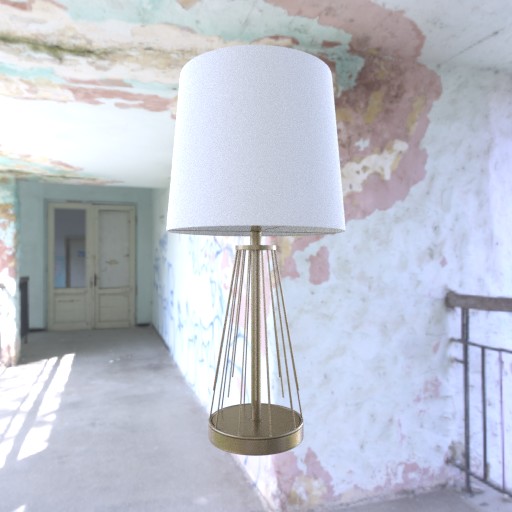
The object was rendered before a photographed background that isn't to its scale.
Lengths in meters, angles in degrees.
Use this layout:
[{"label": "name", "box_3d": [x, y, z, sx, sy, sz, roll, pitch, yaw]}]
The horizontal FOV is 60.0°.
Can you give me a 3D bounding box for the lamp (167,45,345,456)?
[{"label": "lamp", "box_3d": [0.000, 0.000, 0.765, 0.303, 0.618, 0.303, 0, 0, 0]}]
